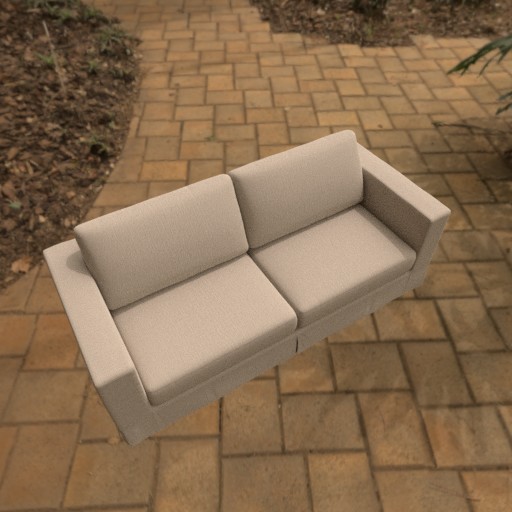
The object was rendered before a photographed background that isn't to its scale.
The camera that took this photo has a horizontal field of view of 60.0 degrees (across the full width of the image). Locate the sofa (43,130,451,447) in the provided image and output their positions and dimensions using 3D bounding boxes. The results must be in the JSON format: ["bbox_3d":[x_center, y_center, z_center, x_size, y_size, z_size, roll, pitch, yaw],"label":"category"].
[{"bbox_3d":[0.000,0.000,2.639,2.163,0.881,0.954,-24,51,-21],"label":"sofa"}]
